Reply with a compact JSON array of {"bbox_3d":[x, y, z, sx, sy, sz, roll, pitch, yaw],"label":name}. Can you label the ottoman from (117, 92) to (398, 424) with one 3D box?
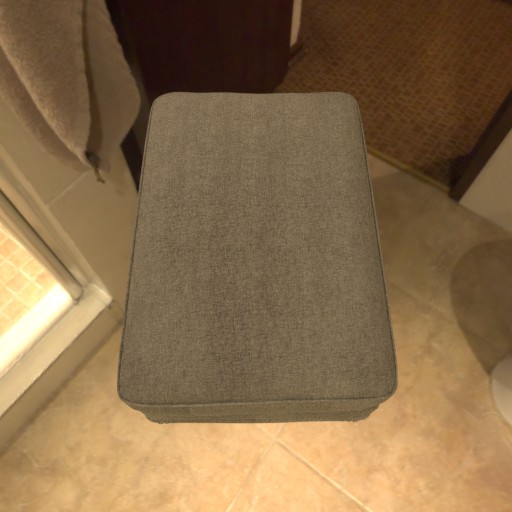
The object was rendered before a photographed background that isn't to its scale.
[{"bbox_3d":[0.000,0.000,1.156,0.561,0.457,0.813,-1,62,0],"label":"ottoman"}]
